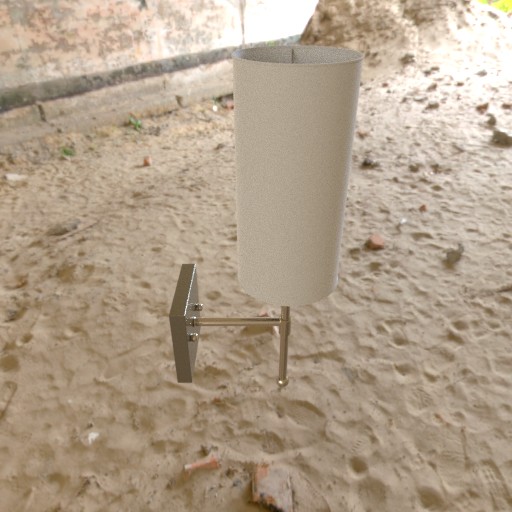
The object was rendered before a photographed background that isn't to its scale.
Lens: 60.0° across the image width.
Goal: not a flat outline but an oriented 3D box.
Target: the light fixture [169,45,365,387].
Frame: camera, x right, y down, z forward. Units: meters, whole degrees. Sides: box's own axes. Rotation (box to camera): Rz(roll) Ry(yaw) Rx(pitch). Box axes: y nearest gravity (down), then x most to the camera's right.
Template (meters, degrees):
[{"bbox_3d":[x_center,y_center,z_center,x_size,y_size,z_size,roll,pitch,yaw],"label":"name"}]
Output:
[{"bbox_3d":[0.000,0.000,0.551,0.208,0.462,0.128,0,32,0],"label":"light fixture"}]
